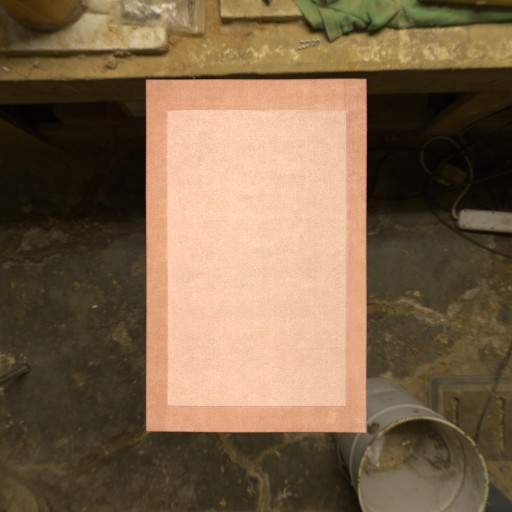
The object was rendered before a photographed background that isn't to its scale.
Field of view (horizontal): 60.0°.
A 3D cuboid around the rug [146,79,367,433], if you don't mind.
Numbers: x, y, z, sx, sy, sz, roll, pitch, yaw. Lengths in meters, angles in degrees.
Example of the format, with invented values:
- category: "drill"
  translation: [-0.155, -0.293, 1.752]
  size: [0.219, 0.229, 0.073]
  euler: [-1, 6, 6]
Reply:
- category: "rug"
  translation: [0.000, 0.000, 3.063]
  size: [1.524, 0.014, 2.438]
  euler: [0, 90, 1]
